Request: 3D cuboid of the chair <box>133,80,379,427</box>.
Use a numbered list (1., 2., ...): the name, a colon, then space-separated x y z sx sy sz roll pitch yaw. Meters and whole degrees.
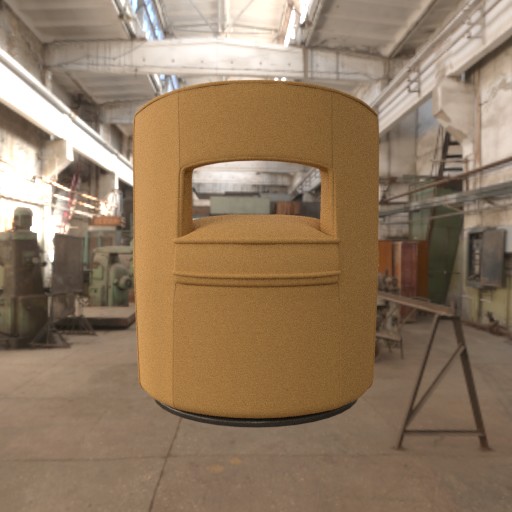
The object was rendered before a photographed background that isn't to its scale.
1. chair: 0.000 0.000 1.206 0.650 0.723 0.665 0 1 0
